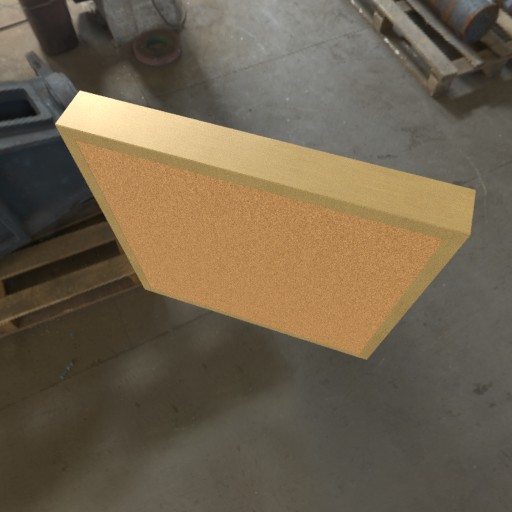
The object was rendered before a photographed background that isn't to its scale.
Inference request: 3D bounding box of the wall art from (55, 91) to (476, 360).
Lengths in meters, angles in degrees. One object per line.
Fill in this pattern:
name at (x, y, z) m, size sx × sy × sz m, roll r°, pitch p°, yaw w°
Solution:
wall art at (0.000, 0.000, 0.451) m, size 0.305 × 0.305 × 0.038 m, roll 16°, pitch 63°, yaw 9°
